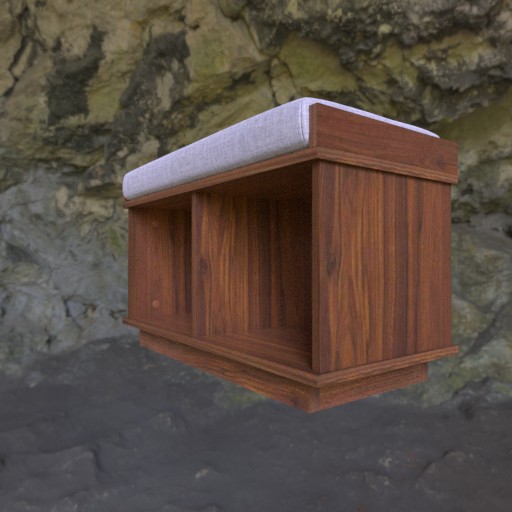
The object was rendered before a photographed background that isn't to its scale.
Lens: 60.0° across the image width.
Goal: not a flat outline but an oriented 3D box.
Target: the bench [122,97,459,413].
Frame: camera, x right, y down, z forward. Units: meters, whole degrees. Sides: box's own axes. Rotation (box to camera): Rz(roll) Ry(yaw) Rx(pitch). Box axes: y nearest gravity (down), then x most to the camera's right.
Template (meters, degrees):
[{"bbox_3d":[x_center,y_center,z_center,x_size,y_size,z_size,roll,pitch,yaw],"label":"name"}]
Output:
[{"bbox_3d":[0.000,0.000,0.984,0.362,0.461,0.734,0,-1,-36],"label":"bench"}]
